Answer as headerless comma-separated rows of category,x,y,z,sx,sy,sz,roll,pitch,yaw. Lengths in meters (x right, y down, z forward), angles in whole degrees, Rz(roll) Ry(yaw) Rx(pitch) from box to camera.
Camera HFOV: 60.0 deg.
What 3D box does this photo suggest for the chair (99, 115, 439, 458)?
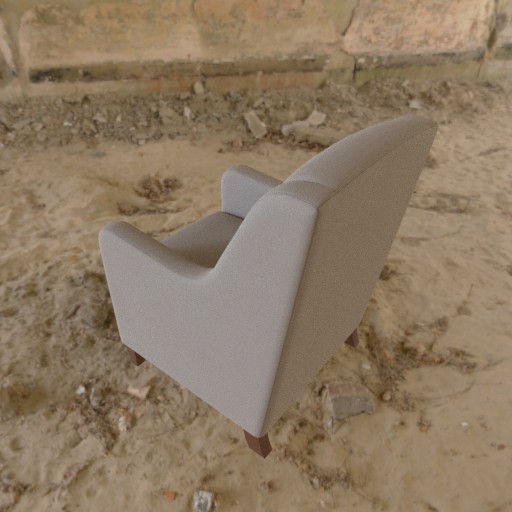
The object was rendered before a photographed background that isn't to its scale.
chair,0.000,0.000,1.569,0.863,1.010,0.715,23,40,31
